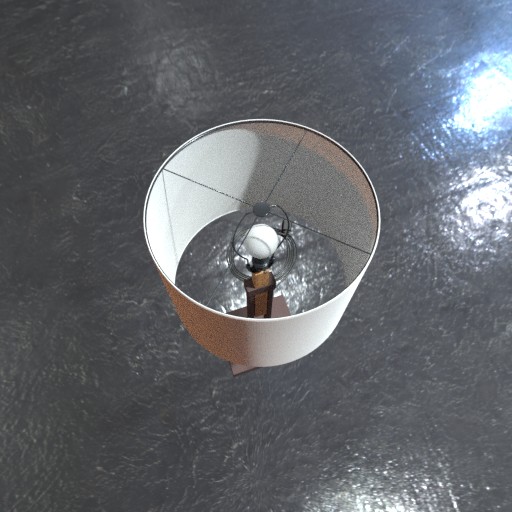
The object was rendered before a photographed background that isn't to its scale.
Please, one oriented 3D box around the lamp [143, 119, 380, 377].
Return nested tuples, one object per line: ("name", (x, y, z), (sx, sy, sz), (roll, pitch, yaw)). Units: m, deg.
("lamp", (0.000, 0.000, 1.004), (0.396, 0.668, 0.525), (-17, 64, -9))
